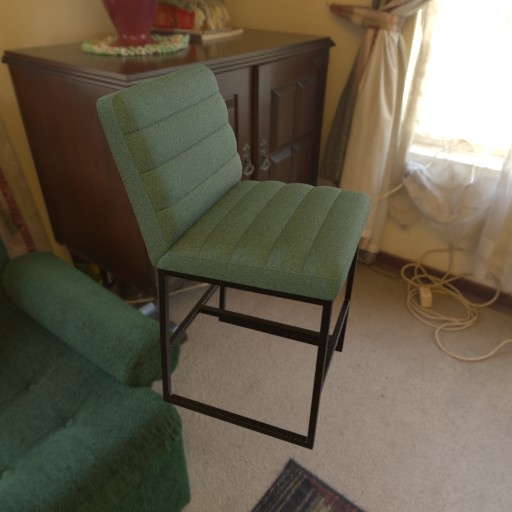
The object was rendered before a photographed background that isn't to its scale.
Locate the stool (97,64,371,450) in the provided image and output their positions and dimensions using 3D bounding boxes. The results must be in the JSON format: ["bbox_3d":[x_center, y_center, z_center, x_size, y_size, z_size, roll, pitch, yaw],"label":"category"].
[{"bbox_3d":[0.000,0.000,1.265,0.560,0.940,0.460,11,34,17],"label":"stool"}]
